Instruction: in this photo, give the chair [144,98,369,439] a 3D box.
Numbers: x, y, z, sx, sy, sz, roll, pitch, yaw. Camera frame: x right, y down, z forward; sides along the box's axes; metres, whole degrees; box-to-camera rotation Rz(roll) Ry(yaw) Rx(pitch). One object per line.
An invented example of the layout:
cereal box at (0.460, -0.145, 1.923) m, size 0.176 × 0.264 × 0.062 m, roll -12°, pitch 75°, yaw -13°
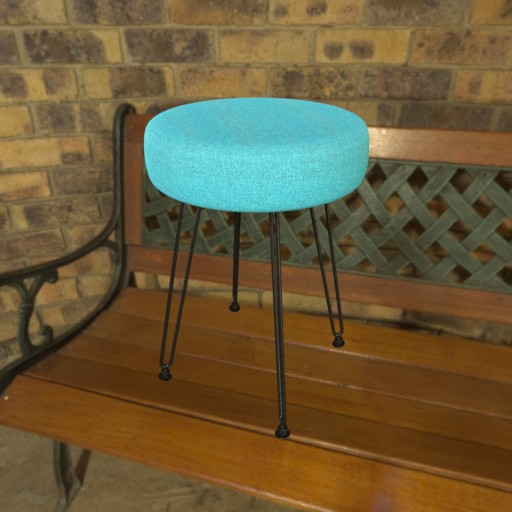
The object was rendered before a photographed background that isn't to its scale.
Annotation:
chair at (0.000, 0.000, 0.698) m, size 0.350 × 0.440 × 0.350 m, roll -8°, pitch 31°, yaw -13°
